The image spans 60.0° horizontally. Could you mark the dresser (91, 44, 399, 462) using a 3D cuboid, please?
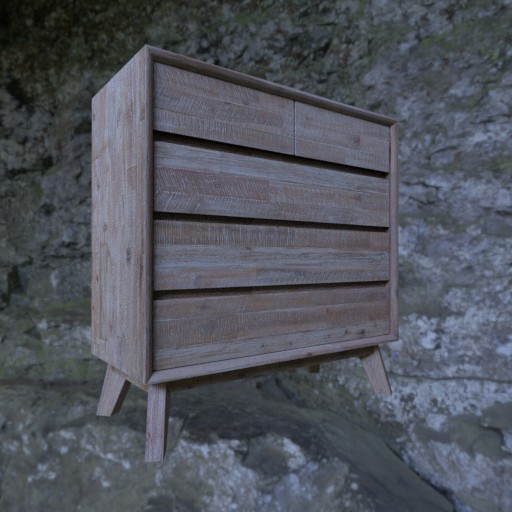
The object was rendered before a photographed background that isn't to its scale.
[{"bbox_3d":[0.000,0.000,1.557,0.998,1.029,0.455,0,-1,-36],"label":"dresser"}]
